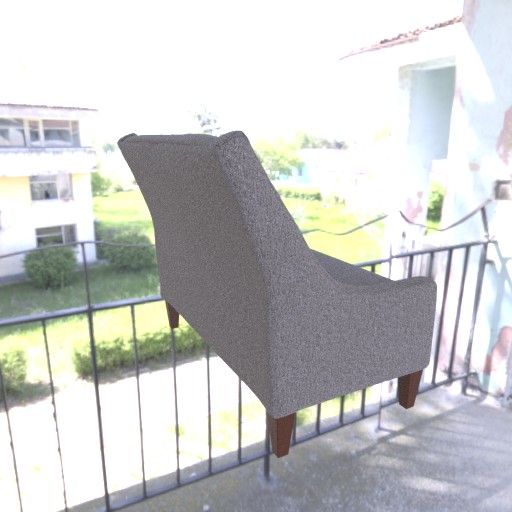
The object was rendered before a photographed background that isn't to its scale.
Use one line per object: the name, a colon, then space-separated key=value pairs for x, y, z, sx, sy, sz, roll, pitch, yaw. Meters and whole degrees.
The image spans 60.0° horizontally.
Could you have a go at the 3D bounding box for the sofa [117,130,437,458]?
sofa: x=0.000 y=0.000 z=1.907 sx=0.862 sy=1.026 sz=1.242 roll=-8 pitch=17 yaw=-27
